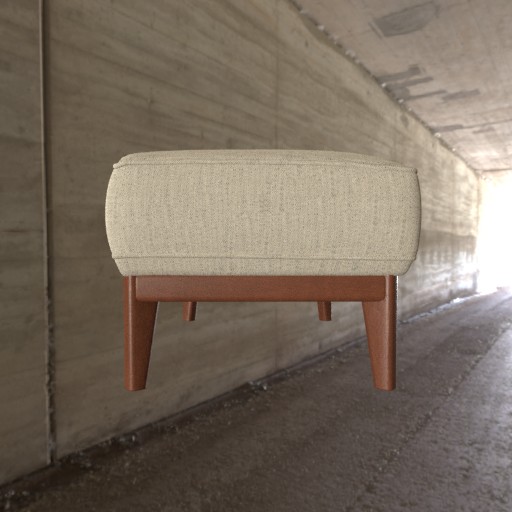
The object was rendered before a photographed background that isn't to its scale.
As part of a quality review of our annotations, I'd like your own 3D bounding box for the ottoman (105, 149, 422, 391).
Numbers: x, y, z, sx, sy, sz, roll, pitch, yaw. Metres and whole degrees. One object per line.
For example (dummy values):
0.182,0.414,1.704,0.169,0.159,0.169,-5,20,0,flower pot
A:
0.000,0.000,1.163,0.594,0.465,0.794,0,2,0,ottoman
